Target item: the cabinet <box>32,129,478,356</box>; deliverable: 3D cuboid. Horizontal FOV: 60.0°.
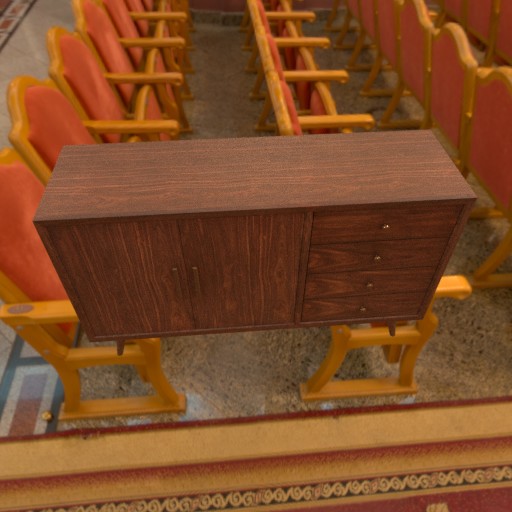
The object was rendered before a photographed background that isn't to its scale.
[{"bbox_3d":[0.000,0.000,2.058,1.575,0.940,0.505,-3,46,-3],"label":"cabinet"}]
